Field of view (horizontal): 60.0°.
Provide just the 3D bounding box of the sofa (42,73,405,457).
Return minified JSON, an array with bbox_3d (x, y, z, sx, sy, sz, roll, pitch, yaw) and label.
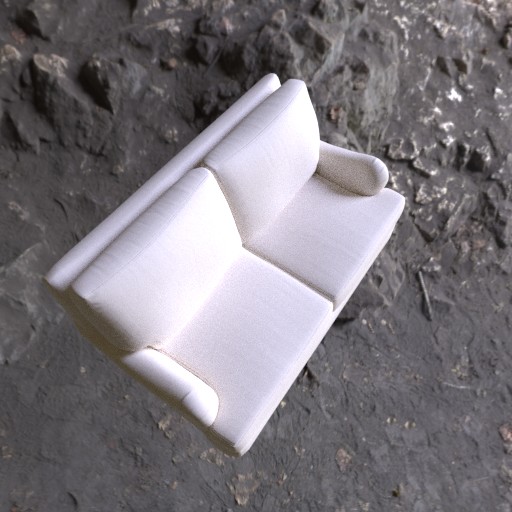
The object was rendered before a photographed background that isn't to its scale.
[{"bbox_3d":[0.000,0.000,2.529,1.084,1.101,1.853,31,63,18],"label":"sofa"}]
